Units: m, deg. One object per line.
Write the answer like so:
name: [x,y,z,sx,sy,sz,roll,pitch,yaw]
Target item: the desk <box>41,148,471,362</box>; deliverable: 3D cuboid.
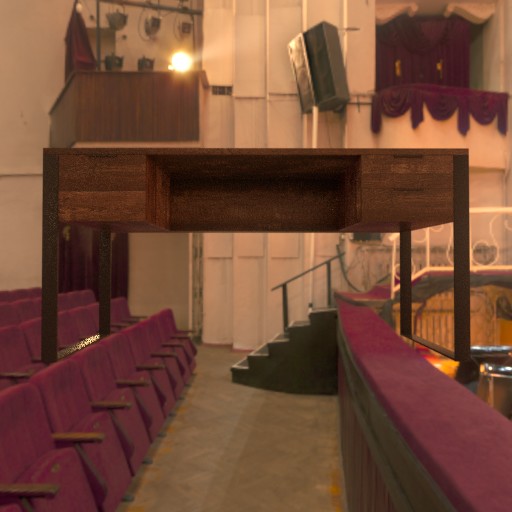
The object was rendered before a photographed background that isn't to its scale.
desk: [0.000,0.000,1.874,1.524,0.762,0.599,0,-1,0]
